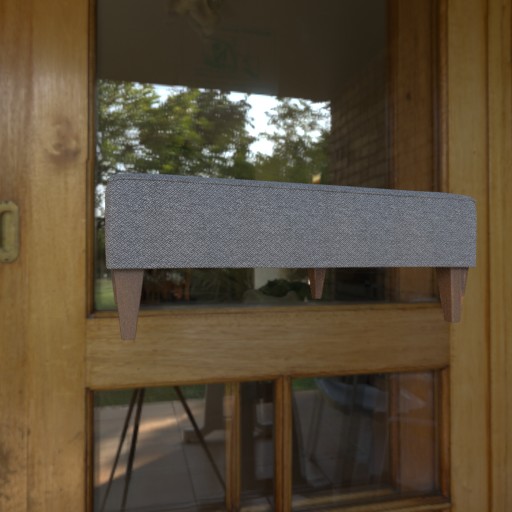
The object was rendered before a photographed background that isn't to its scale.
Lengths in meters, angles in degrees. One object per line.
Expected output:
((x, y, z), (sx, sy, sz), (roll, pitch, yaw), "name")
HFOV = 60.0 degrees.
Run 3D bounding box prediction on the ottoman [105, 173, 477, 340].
((0.000, 0.000, 1.516), (0.981, 0.378, 0.970), (0, -1, -19), "ottoman")
